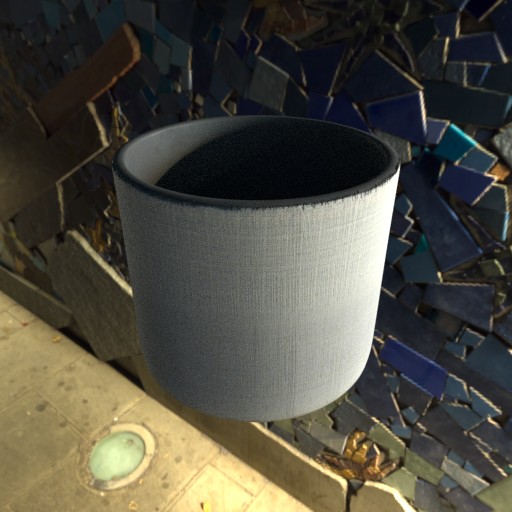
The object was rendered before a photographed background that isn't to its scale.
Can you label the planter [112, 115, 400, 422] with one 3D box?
[{"bbox_3d":[0.000,0.000,0.403,0.226,0.201,0.226,0,31,0],"label":"planter"}]
